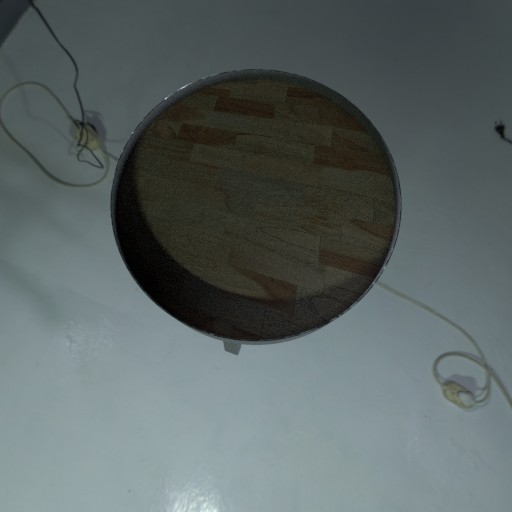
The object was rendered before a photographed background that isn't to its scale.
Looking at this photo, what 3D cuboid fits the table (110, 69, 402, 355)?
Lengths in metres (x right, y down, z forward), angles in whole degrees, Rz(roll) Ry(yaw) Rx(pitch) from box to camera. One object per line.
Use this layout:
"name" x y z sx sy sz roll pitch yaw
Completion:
"table" 0.000 0.000 0.952 0.406 0.686 0.406 20 76 5
